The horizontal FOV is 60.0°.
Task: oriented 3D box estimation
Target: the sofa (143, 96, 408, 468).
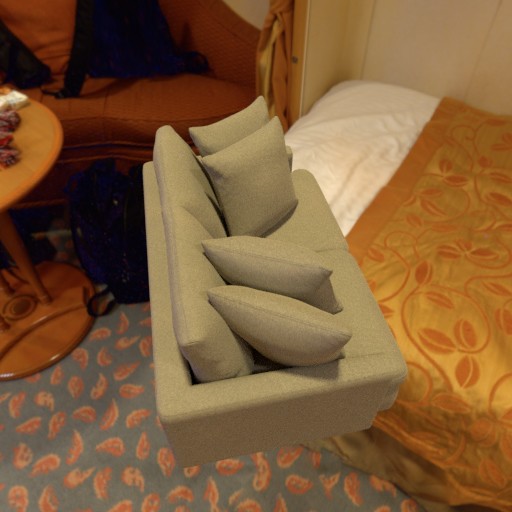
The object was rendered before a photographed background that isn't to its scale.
[{"bbox_3d":[0.000,0.000,2.609,1.228,1.080,1.869,-9,47,-8],"label":"sofa"}]
